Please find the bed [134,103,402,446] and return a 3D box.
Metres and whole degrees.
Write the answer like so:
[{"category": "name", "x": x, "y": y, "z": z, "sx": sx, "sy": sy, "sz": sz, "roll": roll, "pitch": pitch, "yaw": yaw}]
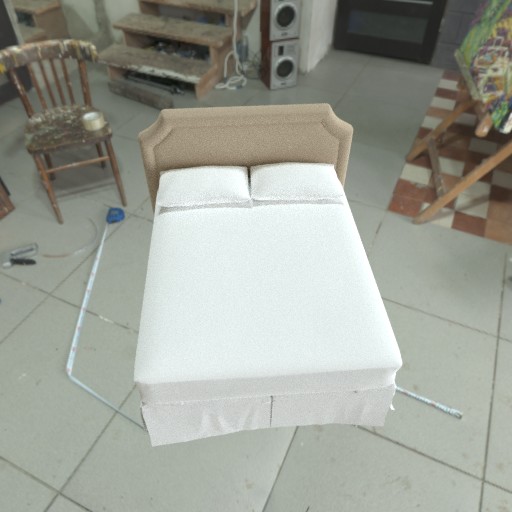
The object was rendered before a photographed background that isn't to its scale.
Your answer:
[{"category": "bed", "x": 0.000, "y": 0.000, "z": 3.315, "sx": 1.828, "sy": 1.301, "sz": 2.204, "roll": -3, "pitch": 46, "yaw": -3}]
